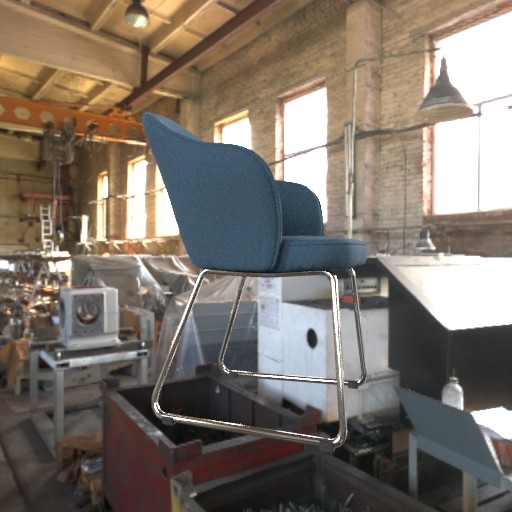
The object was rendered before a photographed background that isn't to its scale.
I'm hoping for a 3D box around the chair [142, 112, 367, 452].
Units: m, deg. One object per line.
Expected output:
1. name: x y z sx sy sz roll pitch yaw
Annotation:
1. chair: 0.000 0.000 1.231 0.585 0.815 0.570 0 0 19
